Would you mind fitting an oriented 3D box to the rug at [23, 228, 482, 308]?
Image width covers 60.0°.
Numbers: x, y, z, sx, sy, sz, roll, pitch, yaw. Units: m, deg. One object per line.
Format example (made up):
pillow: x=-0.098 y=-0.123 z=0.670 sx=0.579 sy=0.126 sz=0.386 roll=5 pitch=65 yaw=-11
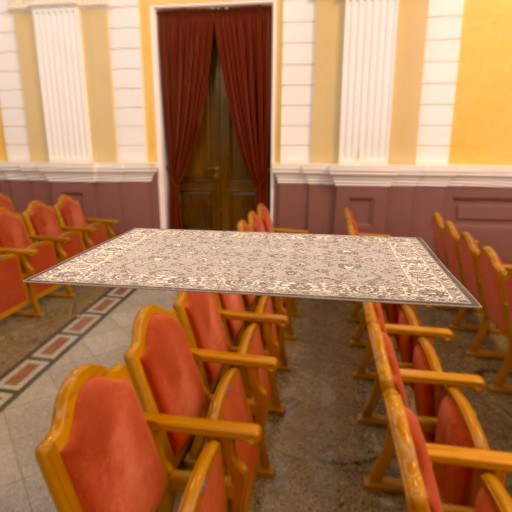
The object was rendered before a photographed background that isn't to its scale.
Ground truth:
rug: x=0.000 y=0.000 z=3.029 sx=2.438 sy=0.011 sz=1.524 roll=2 pitch=15 yaw=9
